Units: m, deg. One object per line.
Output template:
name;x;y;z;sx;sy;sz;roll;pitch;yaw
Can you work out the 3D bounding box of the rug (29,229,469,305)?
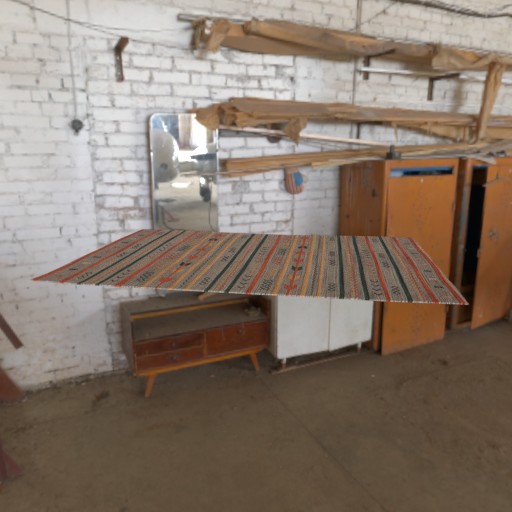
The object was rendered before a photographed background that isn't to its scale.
rug;0.000;0.000;2.393;1.835;0.017;1.220;2;15;9
